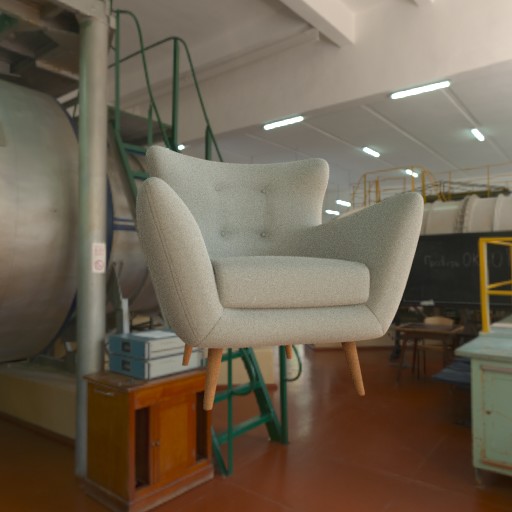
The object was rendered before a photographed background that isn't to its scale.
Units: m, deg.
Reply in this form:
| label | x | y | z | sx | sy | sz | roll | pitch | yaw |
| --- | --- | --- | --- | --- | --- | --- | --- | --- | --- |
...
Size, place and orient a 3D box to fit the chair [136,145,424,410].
| label | x | y | z | sx | sy | sz | roll | pitch | yaw |
| --- | --- | --- | --- | --- | --- | --- | --- | --- | --- |
| chair | 0.000 | 0.000 | 1.662 | 0.890 | 0.889 | 0.889 | 0 | -1 | -17 |
